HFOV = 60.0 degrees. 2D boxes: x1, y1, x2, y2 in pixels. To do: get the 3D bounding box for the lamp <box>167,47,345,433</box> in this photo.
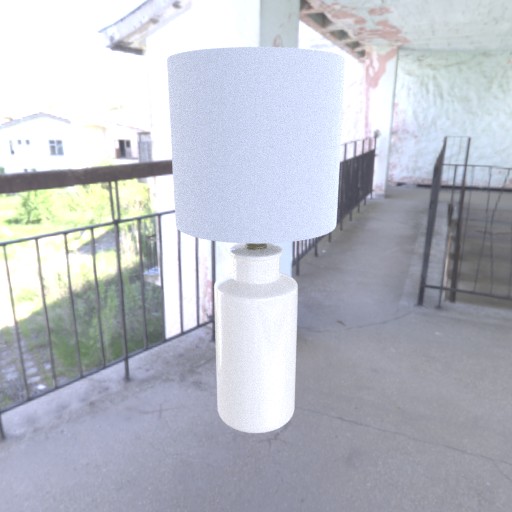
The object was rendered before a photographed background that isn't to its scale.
[{"bbox_3d":[0.000,0.000,0.607,0.212,0.493,0.212,16,23,42],"label":"lamp"}]
